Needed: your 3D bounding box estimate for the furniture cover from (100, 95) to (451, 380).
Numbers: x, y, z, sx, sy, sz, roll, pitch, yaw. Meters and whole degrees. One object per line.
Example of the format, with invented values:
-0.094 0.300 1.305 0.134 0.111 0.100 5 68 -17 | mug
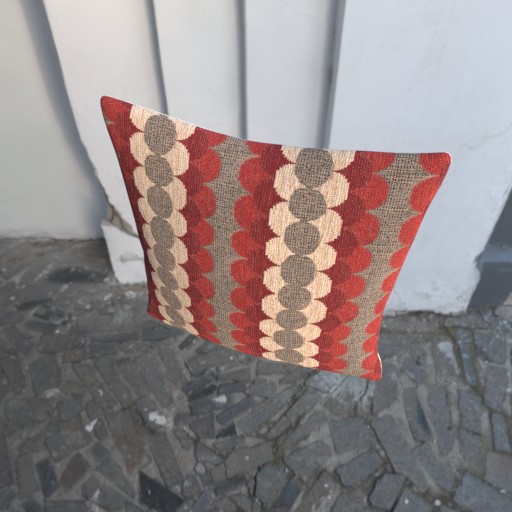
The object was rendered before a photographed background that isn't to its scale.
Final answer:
0.000 0.000 0.646 0.435 0.420 0.145 13 43 14 | furniture cover
